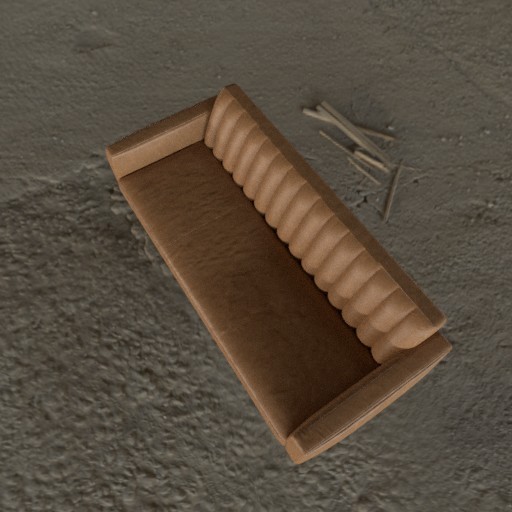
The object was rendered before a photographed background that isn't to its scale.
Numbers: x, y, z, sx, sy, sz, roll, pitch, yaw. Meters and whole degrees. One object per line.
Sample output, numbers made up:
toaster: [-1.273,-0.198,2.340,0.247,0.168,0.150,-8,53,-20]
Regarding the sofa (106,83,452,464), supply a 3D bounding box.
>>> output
sofa: [0.000,0.000,2.796,0.990,0.821,2.291,-30,66,-15]
